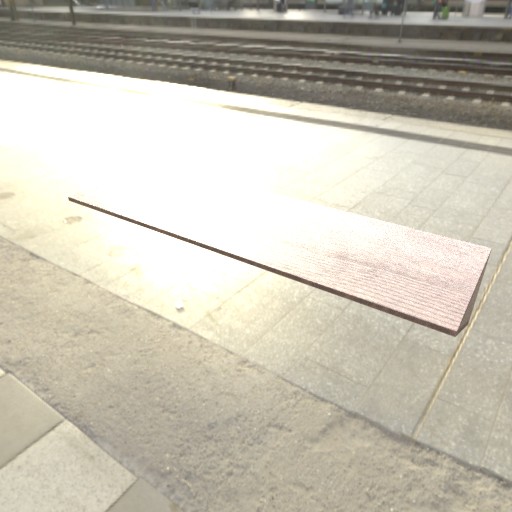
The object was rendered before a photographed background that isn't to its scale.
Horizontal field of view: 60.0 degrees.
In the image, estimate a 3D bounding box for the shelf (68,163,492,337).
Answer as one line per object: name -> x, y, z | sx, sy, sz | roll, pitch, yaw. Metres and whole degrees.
shelf -> 0.000, 0.000, 0.686 | 0.610, 0.125, 0.200 | 19, 35, 28
